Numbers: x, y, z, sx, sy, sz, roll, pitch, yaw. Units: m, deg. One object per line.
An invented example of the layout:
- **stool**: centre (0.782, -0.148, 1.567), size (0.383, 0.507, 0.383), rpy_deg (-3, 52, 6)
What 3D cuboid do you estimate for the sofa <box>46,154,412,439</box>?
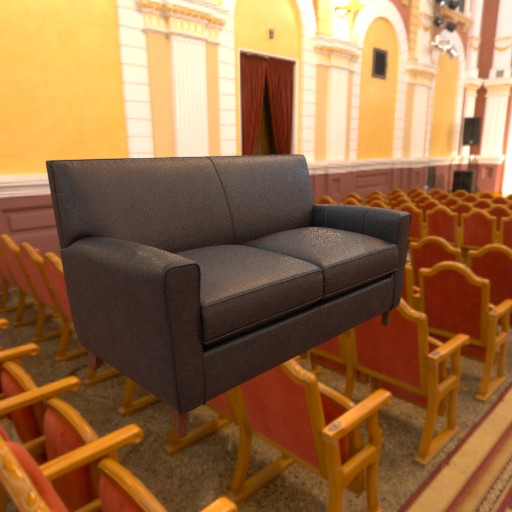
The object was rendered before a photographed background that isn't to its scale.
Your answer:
- **sofa**: centre (0.000, 0.000, 2.008), size (1.473, 0.871, 0.787), rpy_deg (-14, 19, -43)
